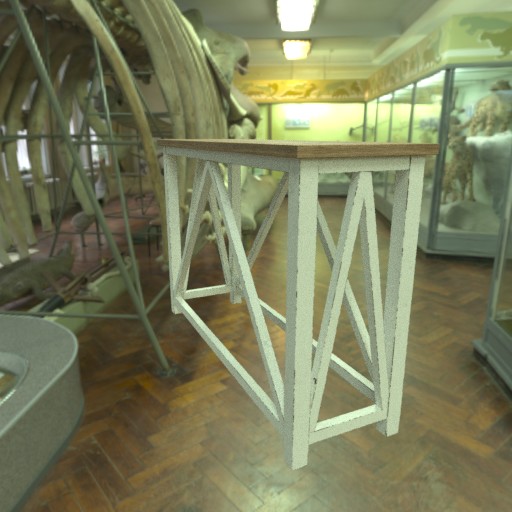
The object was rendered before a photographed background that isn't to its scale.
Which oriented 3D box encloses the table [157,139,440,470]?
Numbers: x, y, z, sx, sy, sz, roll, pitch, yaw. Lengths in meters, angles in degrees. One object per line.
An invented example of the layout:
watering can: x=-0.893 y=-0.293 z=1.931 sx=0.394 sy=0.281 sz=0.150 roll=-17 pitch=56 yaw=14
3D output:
table: x=0.000 y=0.000 z=1.850 sx=0.450 sy=0.930 sz=1.400 roll=-7 pitch=17 yaw=-24
